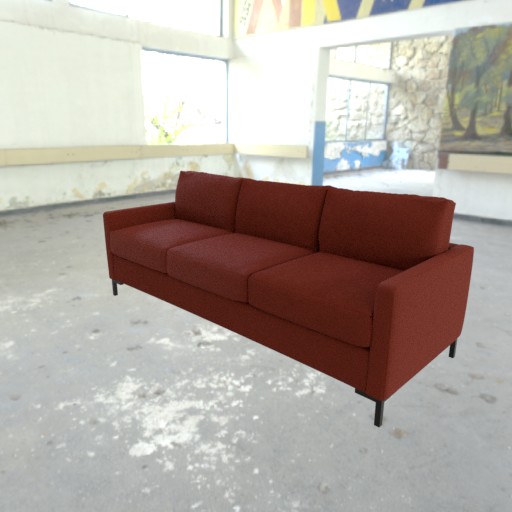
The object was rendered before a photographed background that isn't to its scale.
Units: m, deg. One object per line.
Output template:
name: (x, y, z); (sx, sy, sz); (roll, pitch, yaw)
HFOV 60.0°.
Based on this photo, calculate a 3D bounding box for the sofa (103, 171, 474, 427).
sofa: (0.000, 0.000, 2.713); (2.252, 0.879, 0.875); (15, 22, 42)
